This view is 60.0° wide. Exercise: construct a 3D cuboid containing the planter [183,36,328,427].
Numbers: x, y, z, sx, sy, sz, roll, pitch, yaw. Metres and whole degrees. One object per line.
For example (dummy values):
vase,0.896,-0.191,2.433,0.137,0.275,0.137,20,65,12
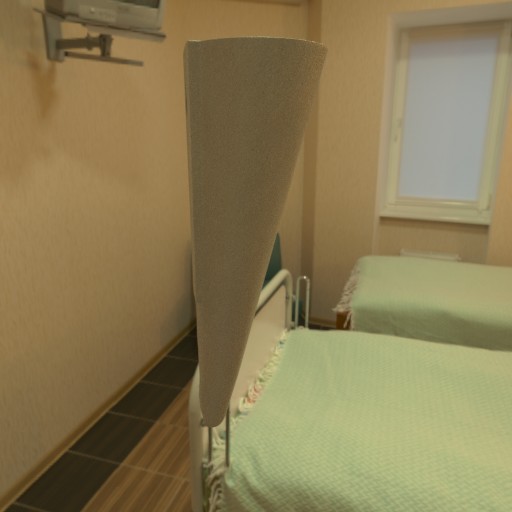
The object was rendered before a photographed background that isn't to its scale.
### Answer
planter,0.000,0.000,0.223,0.064,0.191,0.057,-3,16,-11
